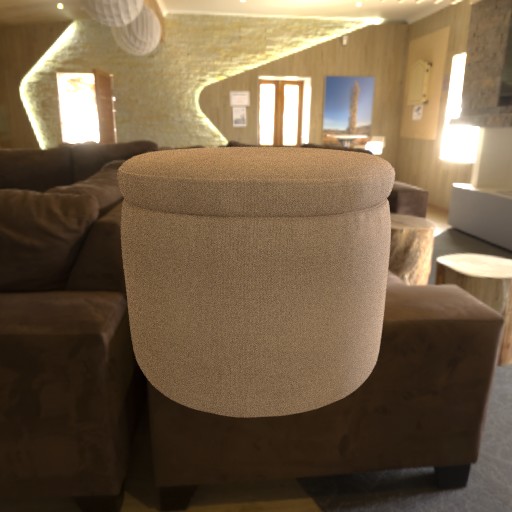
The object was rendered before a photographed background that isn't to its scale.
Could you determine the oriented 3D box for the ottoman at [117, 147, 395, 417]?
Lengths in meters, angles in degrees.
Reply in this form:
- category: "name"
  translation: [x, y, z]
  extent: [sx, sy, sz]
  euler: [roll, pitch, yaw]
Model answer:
- category: "ottoman"
  translation: [0.000, 0.000, 0.866]
  extent: [0.497, 0.409, 0.497]
  euler: [0, 16, 0]
